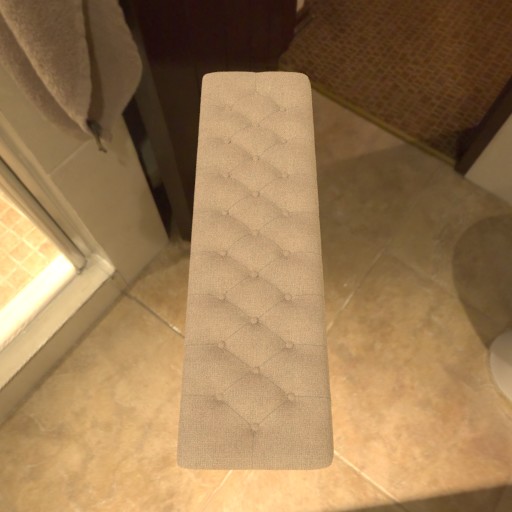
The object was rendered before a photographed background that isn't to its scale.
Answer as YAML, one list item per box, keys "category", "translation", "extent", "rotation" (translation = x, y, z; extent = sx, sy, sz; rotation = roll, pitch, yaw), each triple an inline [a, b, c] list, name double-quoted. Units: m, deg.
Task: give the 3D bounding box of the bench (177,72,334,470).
- category: "bench"
  translation: [0.000, 0.000, 1.714]
  extent: [0.455, 0.467, 1.480]
  rotation: [0, 66, 0]
